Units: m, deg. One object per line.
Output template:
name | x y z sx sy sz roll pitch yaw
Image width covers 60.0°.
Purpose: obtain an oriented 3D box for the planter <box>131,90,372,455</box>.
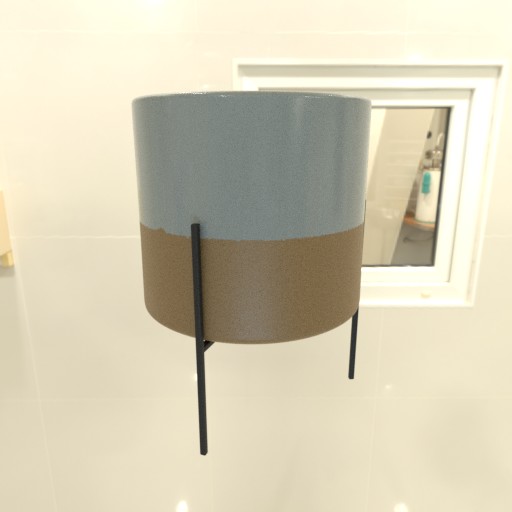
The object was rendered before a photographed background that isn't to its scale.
planter | 0.000 0.000 0.720 0.360 0.480 0.348 -2 16 -8
